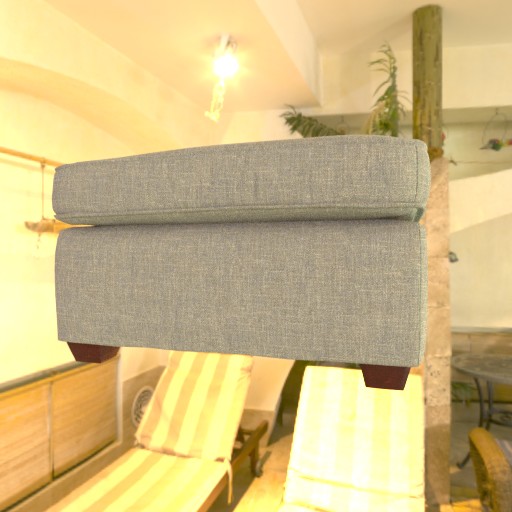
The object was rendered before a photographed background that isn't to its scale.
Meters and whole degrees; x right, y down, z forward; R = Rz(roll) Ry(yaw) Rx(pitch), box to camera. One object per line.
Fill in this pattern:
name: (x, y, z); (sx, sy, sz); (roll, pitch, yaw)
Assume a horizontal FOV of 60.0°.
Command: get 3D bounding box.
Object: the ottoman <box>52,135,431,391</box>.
ottoman: (0.000, 0.000, 1.062); (0.762, 0.457, 0.559); (0, 0, 18)
